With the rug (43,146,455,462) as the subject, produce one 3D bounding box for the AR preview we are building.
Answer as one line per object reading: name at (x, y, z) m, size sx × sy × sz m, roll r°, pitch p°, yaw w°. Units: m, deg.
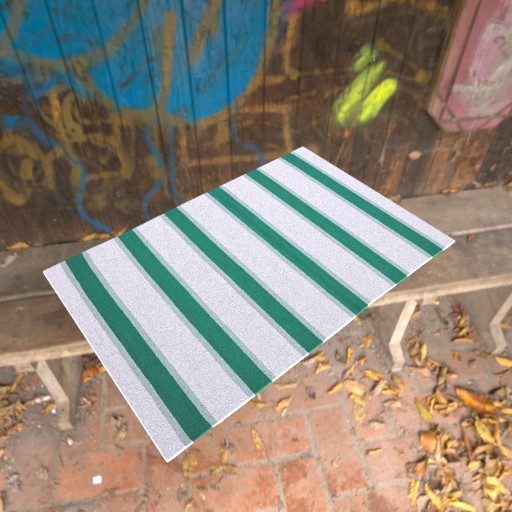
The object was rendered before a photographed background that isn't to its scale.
rug at (0.000, 0.000, 2.344) m, size 1.829 × 0.012 × 1.210 m, roll -31°, pitch 53°, yaw -26°
